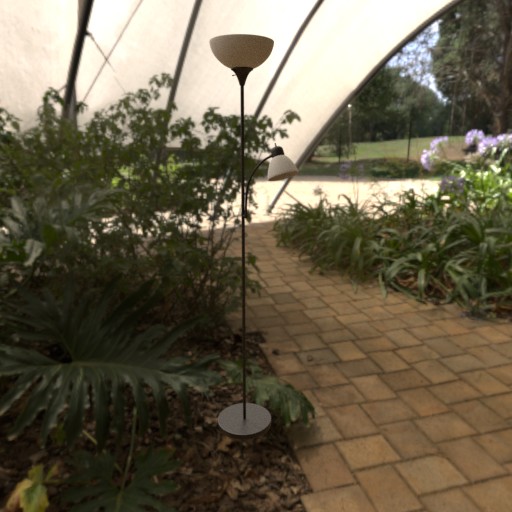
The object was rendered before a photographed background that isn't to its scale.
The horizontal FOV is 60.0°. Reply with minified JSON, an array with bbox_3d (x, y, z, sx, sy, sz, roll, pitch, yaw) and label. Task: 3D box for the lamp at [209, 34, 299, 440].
[{"bbox_3d":[0.000,0.000,2.002,0.279,1.804,0.442,-13,19,-42],"label":"lamp"}]
